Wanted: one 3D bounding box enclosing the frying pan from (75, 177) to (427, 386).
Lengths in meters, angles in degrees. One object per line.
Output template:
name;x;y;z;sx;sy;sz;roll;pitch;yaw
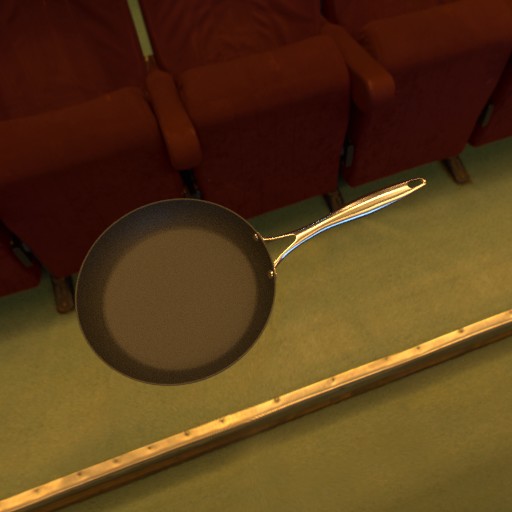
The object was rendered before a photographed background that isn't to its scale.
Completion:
frying pan;0.000;0.000;0.581;0.472;0.105;0.255;-18;66;-9
